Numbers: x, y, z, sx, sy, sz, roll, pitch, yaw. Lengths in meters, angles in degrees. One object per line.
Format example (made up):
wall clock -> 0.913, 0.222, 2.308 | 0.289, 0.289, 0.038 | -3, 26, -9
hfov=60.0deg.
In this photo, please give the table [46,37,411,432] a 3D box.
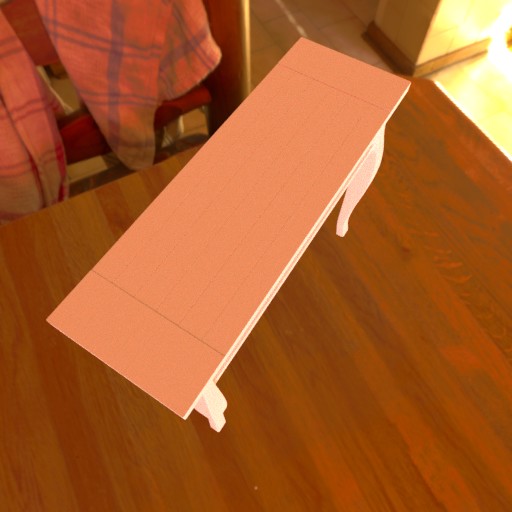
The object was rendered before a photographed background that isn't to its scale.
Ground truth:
table -> 0.000, 0.000, 1.423 | 0.373, 0.768, 1.062 | 30, 66, 14
